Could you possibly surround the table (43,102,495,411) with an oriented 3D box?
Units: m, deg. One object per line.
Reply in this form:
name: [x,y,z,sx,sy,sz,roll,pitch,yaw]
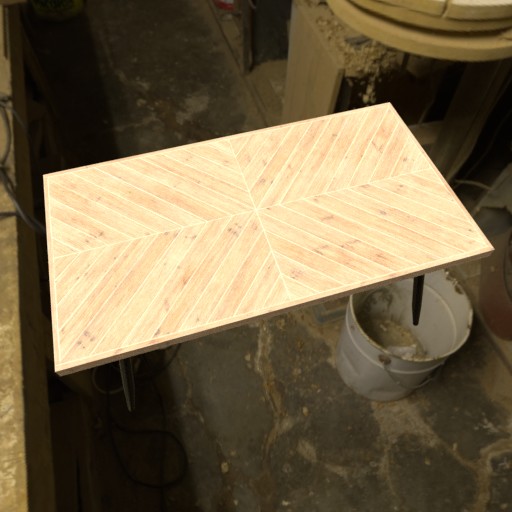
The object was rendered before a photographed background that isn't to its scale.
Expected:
table: [0.000,0.000,2.304,1.803,0.762,0.991,-14,58,-9]
